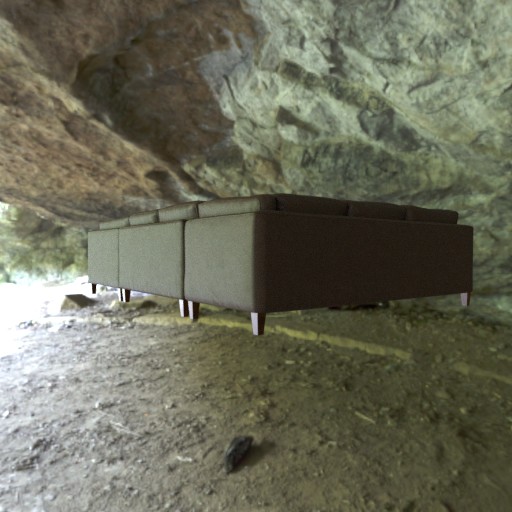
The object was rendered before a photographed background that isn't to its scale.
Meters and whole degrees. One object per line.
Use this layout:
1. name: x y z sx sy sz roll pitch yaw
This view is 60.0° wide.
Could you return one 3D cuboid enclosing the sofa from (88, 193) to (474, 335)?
1. sofa: 0.000 0.000 4.753 2.593 0.923 3.460 0 1 -37
